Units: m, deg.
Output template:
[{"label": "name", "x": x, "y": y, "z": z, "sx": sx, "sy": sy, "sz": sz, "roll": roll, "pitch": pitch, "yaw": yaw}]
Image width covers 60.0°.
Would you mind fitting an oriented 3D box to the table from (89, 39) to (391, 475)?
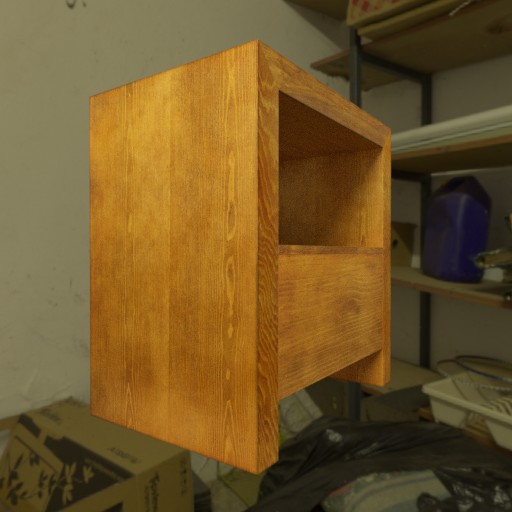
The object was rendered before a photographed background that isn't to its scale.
[{"label": "table", "x": 0.000, "y": 0.000, "z": 0.954, "sx": 0.400, "sy": 0.605, "sz": 0.550, "roll": 0, "pitch": 1, "yaw": 36}]
